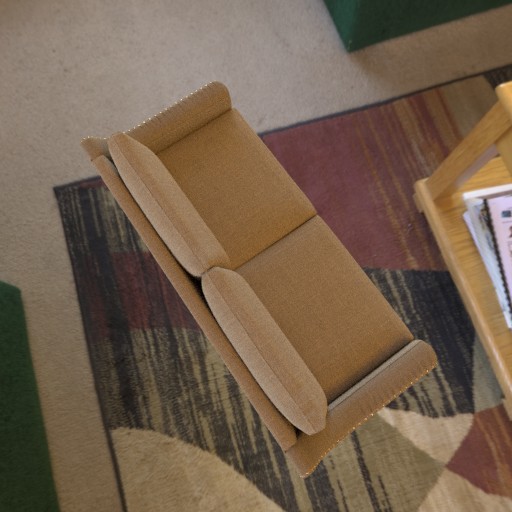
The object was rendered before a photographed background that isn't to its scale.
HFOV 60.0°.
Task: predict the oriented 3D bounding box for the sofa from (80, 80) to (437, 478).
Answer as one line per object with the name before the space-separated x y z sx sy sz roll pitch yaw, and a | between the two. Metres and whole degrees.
sofa | 0.000 0.000 2.700 1.000 0.857 2.208 -34 78 -9
